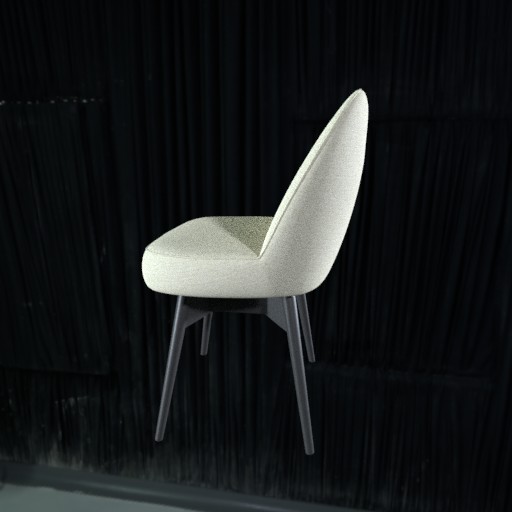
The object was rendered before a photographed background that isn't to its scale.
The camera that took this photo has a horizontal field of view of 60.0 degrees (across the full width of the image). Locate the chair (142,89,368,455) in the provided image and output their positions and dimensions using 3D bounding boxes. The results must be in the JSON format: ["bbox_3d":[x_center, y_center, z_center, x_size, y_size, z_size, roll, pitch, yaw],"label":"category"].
[{"bbox_3d":[0.000,0.000,1.195,0.540,0.838,0.532,2,15,7],"label":"chair"}]
